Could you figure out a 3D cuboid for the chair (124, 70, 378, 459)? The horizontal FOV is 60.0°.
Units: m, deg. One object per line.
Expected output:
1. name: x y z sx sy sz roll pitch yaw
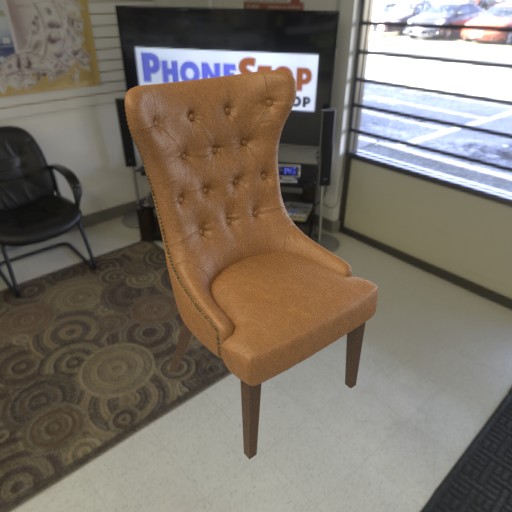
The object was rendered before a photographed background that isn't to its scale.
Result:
1. chair: 0.000 0.000 1.480 0.611 1.065 0.669 -22 37 -32
